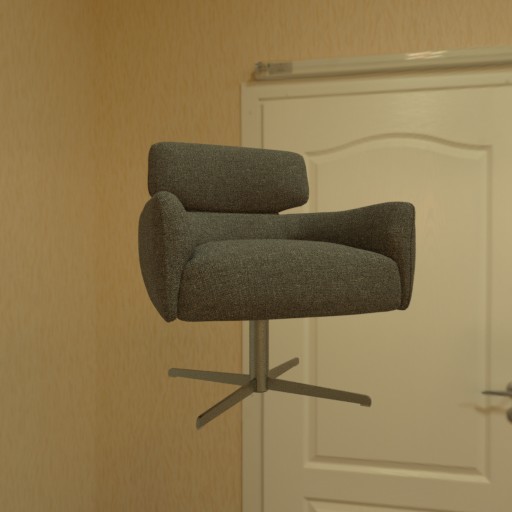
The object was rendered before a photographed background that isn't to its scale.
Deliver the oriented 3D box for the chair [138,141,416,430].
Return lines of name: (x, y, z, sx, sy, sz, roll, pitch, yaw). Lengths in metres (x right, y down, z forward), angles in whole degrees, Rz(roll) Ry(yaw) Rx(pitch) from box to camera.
chair: (0.000, 0.000, 1.366, 0.706, 0.812, 0.715, 0, 1, -19)
